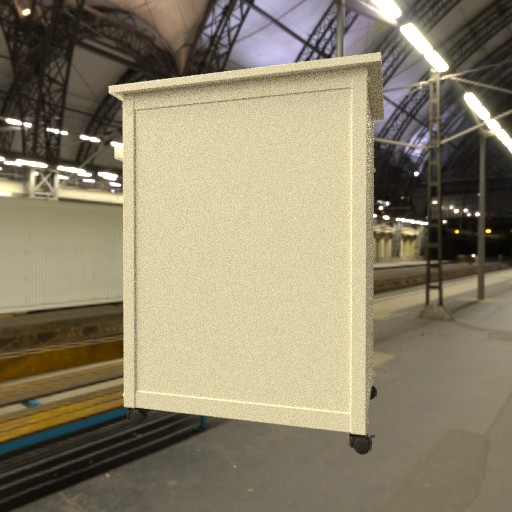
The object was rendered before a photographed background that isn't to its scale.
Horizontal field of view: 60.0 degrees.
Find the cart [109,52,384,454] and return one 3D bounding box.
[{"bbox_3d":[0.000,0.000,1.246,0.683,0.864,0.442,0,1,17],"label":"cart"}]
